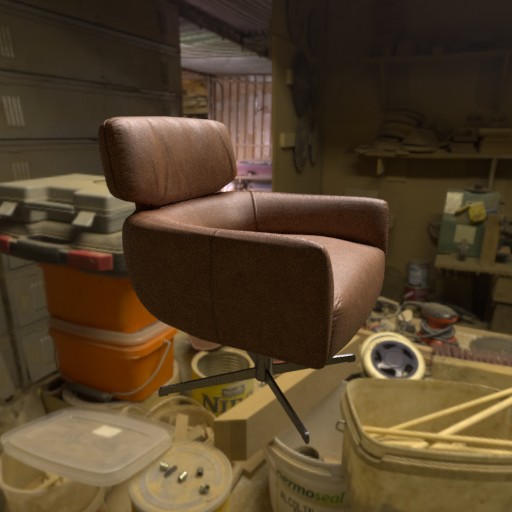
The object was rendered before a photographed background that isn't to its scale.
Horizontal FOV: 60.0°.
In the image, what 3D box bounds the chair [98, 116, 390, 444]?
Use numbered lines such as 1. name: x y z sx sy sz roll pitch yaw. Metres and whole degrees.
1. chair: 0.000 0.000 1.338 0.715 0.812 0.706 8 18 25
